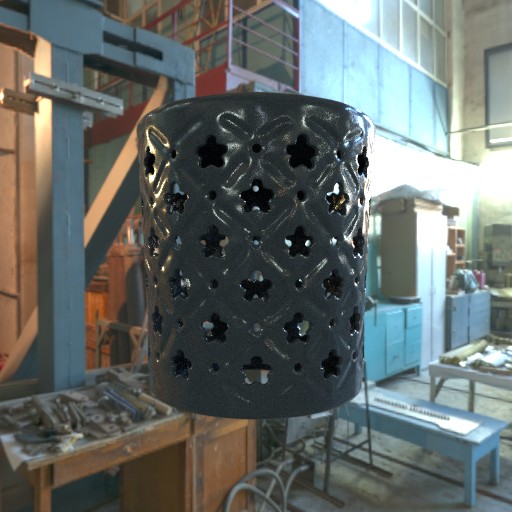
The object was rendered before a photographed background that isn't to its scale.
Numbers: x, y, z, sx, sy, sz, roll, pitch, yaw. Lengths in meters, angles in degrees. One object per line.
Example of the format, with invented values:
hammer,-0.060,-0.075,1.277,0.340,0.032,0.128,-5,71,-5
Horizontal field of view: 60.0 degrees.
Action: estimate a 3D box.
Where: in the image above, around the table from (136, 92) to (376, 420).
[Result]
table,0.000,0.000,0.677,0.352,0.387,0.352,0,1,0
